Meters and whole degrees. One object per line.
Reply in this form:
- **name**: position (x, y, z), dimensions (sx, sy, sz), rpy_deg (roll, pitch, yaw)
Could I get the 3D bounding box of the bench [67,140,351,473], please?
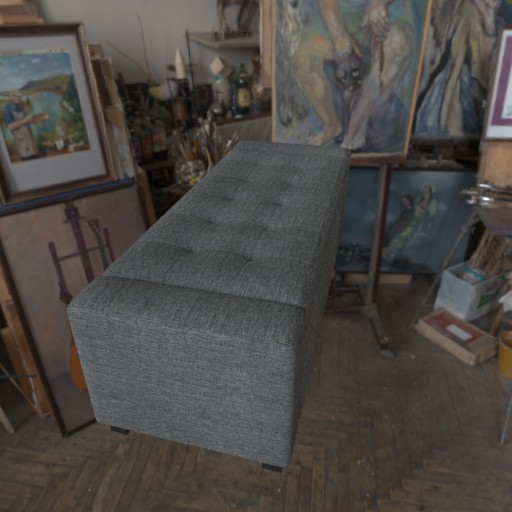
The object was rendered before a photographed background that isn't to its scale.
- **bench**: position (0.000, 0.000, 1.527), dimensions (0.508, 0.445, 1.296), rpy_deg (8, 31, 13)
